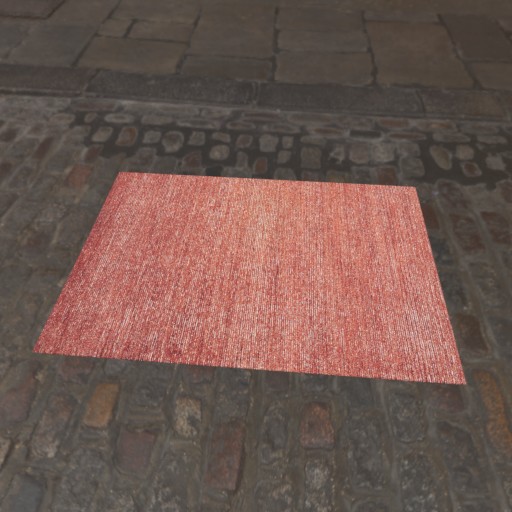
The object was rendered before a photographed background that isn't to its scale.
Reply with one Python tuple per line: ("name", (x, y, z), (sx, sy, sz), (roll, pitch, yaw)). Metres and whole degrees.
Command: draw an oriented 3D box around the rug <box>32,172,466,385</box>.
("rug", (0.000, 0.000, 4.974), (3.965, 0.025, 2.803), (3, 47, 3))
